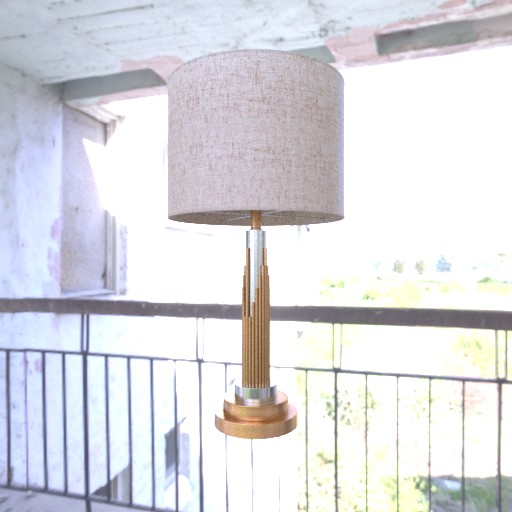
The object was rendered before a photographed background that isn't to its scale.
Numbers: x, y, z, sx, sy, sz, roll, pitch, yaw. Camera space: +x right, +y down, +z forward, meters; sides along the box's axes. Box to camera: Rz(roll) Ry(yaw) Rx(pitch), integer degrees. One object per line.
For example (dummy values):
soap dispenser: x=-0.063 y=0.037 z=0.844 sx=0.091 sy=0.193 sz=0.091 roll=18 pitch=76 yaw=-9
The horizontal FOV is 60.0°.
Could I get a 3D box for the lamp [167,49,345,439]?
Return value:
lamp: x=0.000 y=0.000 z=0.813 sx=0.321 sy=0.610 sz=0.321 roll=0 pitch=-1 yaw=17
